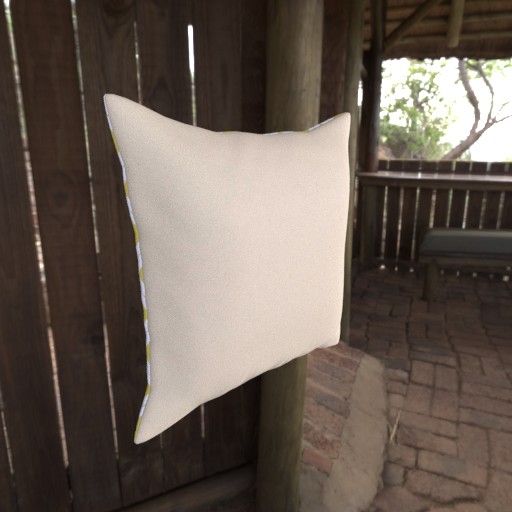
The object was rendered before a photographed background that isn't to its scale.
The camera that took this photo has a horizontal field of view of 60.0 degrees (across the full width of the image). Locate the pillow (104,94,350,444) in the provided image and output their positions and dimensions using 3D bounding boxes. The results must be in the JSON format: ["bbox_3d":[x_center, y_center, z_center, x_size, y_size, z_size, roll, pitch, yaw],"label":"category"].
[{"bbox_3d":[0.000,0.000,0.763,0.504,0.494,0.188,-13,20,-42],"label":"pillow"}]
